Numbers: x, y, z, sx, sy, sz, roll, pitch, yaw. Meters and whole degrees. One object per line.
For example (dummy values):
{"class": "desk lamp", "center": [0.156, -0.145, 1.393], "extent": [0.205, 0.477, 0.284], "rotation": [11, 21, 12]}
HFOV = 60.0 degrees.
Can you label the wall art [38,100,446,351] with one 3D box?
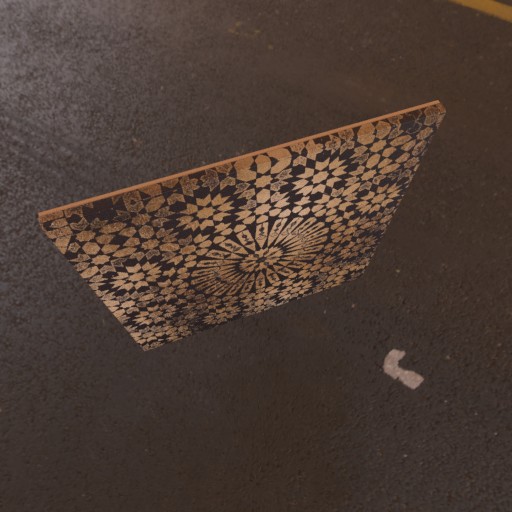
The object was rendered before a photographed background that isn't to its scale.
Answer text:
{"class": "wall art", "center": [0.000, 0.000, 1.354], "extent": [0.914, 0.914, 0.038], "rotation": [-18, 64, -9]}
